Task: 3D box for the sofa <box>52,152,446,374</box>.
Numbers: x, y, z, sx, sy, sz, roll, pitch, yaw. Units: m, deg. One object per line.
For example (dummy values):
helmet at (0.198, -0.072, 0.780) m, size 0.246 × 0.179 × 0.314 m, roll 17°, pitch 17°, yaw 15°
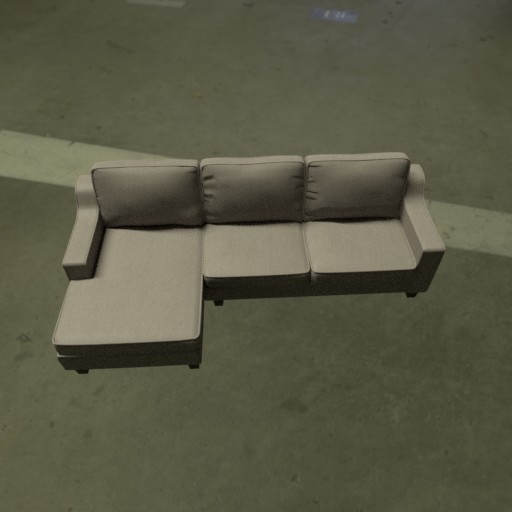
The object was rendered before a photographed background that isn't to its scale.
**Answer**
sofa at (0.000, 0.000, 3.104) m, size 2.561 × 0.928 × 1.294 m, roll -2°, pitch 47°, yaw -2°
